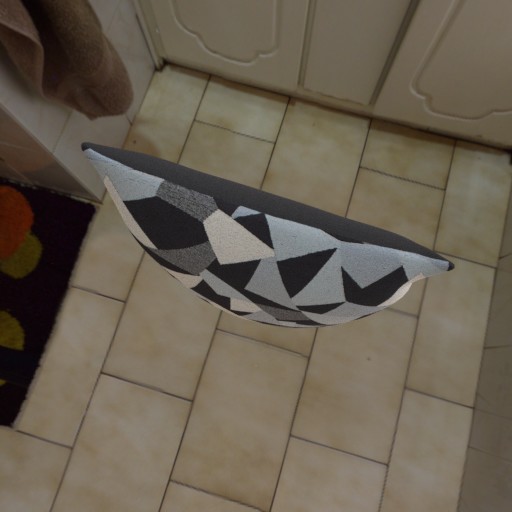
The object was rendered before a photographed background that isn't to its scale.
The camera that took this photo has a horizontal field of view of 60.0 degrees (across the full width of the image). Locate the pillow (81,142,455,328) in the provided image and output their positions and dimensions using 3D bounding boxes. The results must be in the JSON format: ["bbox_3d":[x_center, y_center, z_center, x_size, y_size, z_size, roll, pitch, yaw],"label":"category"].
[{"bbox_3d":[0.000,0.000,0.779,0.503,0.496,0.208,18,77,4],"label":"pillow"}]
